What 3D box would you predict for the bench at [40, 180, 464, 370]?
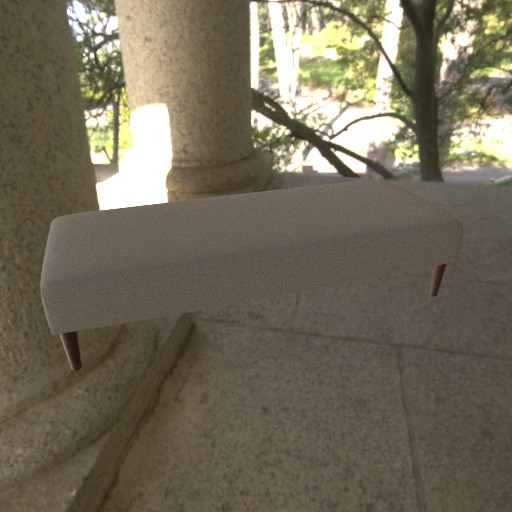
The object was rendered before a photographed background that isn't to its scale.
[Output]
[{"bbox_3d":[0.000,0.000,1.908,1.609,0.393,0.646,-9,29,-16],"label":"bench"}]
